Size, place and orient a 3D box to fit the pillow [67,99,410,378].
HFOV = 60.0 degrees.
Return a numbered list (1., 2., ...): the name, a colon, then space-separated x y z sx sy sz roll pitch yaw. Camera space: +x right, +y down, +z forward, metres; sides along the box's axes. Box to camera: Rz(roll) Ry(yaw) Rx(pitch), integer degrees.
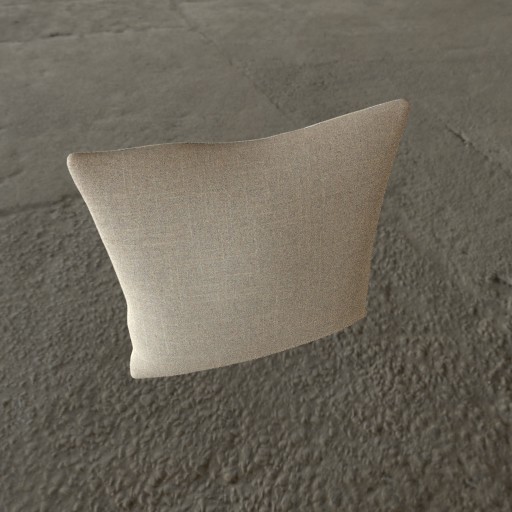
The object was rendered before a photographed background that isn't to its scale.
1. pillow: 0.000 0.000 0.870 0.578 0.558 0.192 -12 42 -14
